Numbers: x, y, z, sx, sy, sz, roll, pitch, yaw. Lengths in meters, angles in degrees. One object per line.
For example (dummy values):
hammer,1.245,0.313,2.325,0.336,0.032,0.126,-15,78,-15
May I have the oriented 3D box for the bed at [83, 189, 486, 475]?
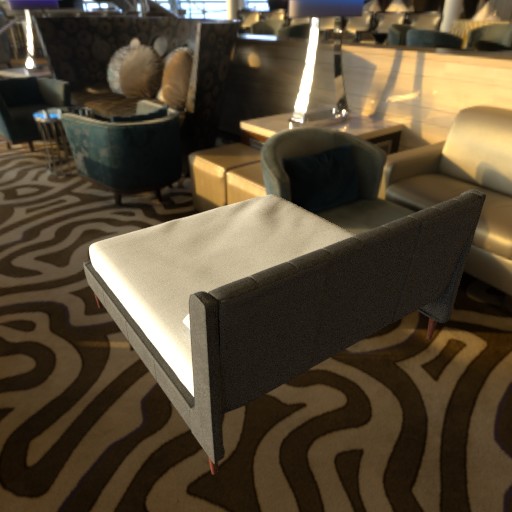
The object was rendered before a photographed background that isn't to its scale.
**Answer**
bed,0.000,0.000,2.509,1.531,0.933,1.638,-20,35,-30
